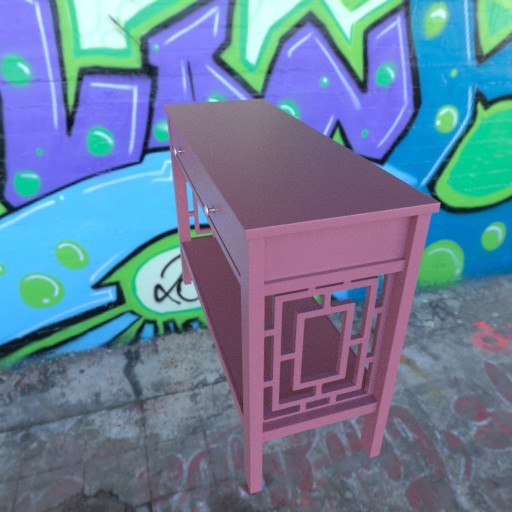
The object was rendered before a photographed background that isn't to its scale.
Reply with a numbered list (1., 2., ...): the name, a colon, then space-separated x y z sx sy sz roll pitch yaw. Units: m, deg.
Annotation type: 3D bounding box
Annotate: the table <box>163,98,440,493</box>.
1. table: 0.000 0.000 1.415 0.397 0.753 1.068 -9 31 -15
